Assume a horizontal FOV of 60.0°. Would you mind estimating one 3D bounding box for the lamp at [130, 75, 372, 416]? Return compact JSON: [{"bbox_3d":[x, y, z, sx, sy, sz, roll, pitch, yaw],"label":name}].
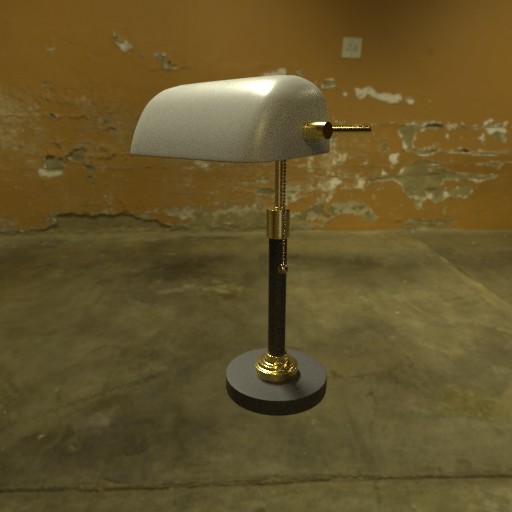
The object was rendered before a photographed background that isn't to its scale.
[{"bbox_3d":[0.000,0.000,0.553,0.269,0.404,0.227,15,22,42],"label":"lamp"}]
